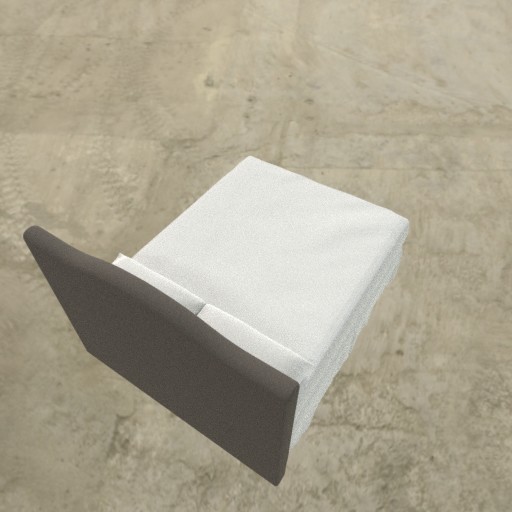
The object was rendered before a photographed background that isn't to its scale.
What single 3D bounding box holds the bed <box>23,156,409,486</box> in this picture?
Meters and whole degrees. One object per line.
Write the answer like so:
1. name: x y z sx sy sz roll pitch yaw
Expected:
1. bed: 0.000 0.000 3.043 1.666 1.387 2.036 27 54 22
